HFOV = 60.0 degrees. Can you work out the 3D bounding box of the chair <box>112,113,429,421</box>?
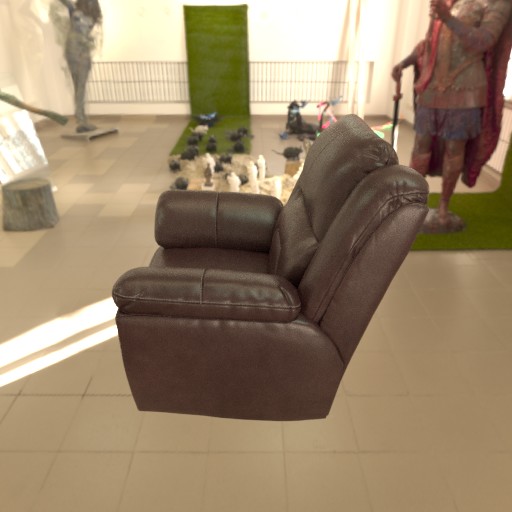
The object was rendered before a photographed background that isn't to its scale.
[{"bbox_3d":[0.000,0.000,1.894,1.041,1.093,0.990,0,28,-1],"label":"chair"}]
